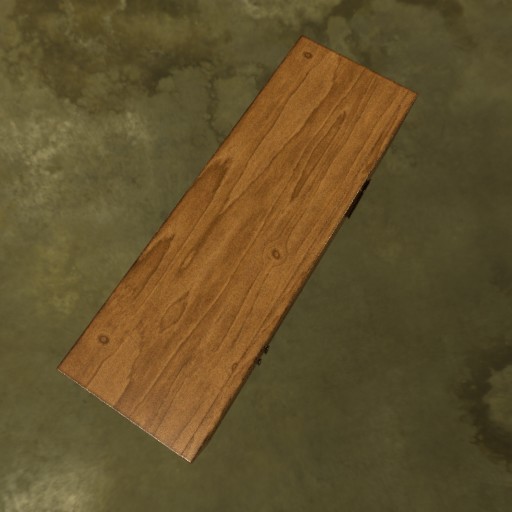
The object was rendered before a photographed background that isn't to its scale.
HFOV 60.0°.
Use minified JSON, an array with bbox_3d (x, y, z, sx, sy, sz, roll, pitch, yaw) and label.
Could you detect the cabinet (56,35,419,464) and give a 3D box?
[{"bbox_3d":[0.000,0.000,1.764,0.477,0.802,1.363,31,76,9],"label":"cabinet"}]
